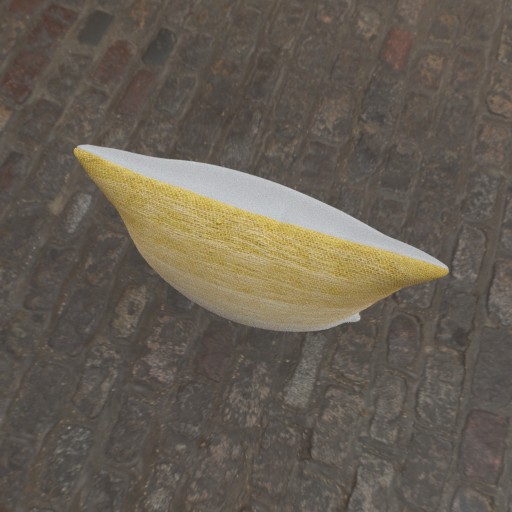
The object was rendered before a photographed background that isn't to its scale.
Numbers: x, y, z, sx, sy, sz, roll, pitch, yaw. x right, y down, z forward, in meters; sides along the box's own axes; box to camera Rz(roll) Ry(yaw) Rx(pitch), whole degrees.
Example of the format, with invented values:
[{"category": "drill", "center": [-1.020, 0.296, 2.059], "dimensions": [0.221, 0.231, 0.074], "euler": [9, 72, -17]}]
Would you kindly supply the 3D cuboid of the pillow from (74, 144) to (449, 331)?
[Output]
[{"category": "pillow", "center": [0.000, 0.000, 0.713], "dimensions": [0.450, 0.450, 0.211], "euler": [19, 76, 5]}]
